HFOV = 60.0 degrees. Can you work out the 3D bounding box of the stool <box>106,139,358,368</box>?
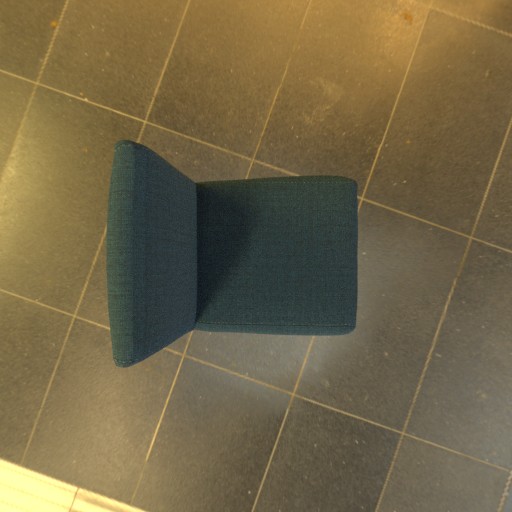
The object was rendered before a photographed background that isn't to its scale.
[{"bbox_3d":[0.000,0.000,1.339,0.567,1.039,0.454,0,89,0],"label":"stool"}]
